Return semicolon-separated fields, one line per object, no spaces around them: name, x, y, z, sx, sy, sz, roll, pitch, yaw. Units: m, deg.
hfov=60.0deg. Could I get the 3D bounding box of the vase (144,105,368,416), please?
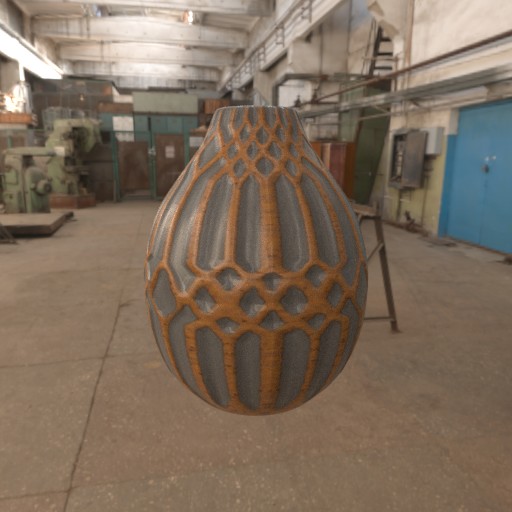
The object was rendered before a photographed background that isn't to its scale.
vase;0.000;0.000;0.139;0.069;0.088;0.069;0;13;0
